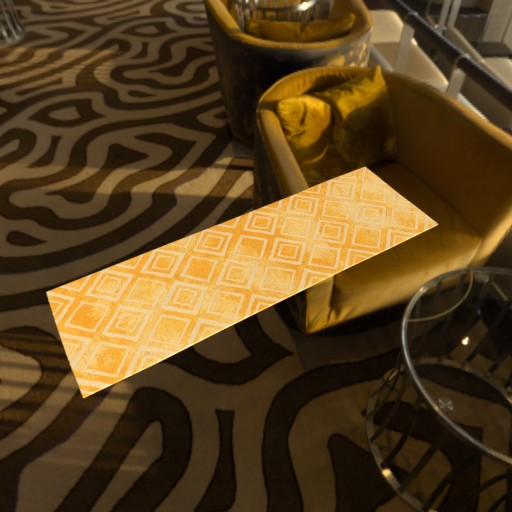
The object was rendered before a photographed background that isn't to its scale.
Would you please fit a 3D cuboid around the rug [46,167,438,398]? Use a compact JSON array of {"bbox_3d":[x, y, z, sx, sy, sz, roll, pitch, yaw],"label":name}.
[{"bbox_3d":[0.000,0.000,2.811,2.438,0.010,0.775,-24,51,-21],"label":"rug"}]
